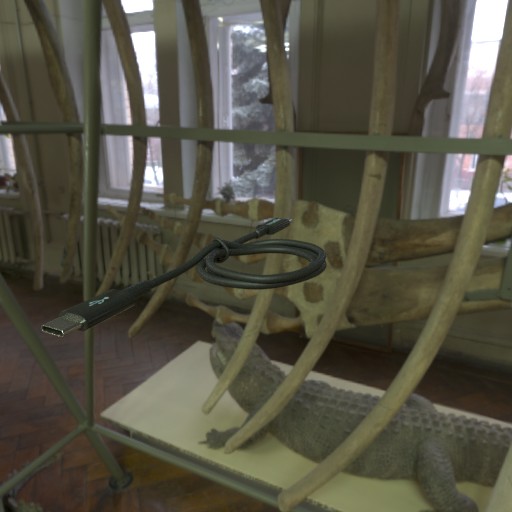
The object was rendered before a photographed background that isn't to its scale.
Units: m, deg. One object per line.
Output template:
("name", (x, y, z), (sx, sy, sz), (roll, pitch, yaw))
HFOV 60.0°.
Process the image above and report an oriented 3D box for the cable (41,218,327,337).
("cable", (0.000, 0.000, 0.227), (0.070, 0.014, 0.203), (8, 19, 25))
